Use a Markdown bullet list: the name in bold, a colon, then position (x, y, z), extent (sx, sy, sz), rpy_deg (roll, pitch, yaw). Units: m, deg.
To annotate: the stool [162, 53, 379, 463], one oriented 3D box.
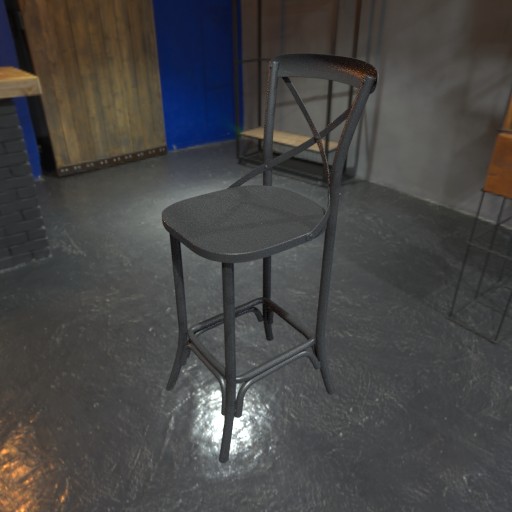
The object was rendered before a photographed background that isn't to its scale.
- **stool**: position (0.000, 0.000, 1.446), extent (0.584, 1.168, 0.457), rpy_deg (-20, 35, -31)
